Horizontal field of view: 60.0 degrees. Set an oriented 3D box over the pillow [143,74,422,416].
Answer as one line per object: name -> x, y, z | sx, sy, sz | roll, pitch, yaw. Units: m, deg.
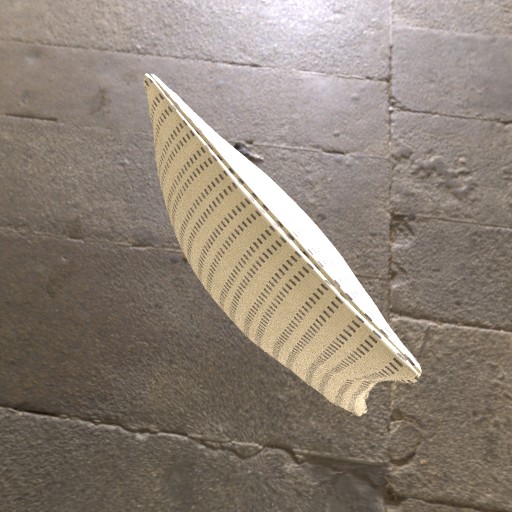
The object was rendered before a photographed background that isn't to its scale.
pillow -> 0.000, 0.000, 0.787 | 0.210, 0.353, 0.640 | -34, 69, -15
